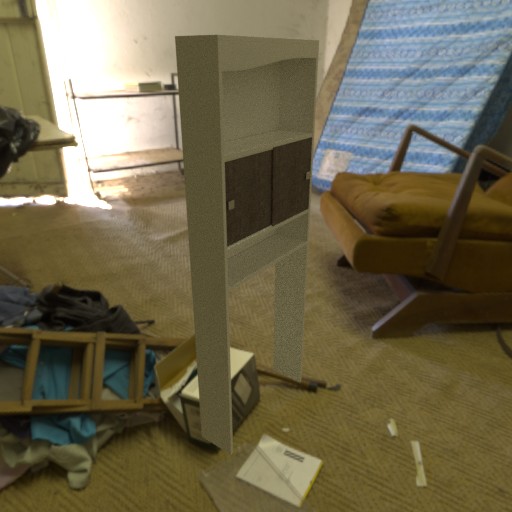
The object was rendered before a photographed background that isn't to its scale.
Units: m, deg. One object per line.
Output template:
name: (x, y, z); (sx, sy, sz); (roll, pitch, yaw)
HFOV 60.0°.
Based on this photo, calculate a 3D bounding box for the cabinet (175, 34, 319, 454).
cabinet: (0.000, 0.000, 2.007); (0.192, 1.770, 0.643); (17, 29, 33)
